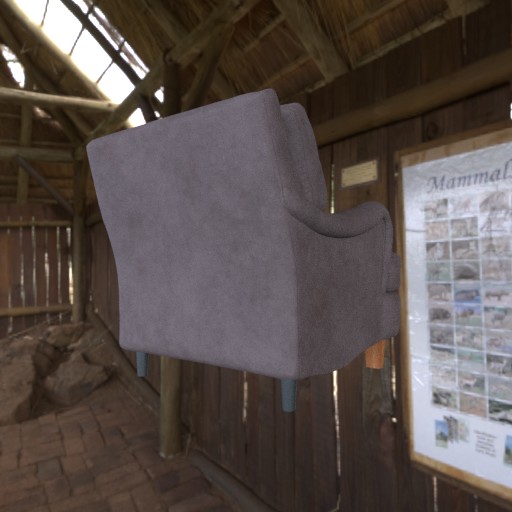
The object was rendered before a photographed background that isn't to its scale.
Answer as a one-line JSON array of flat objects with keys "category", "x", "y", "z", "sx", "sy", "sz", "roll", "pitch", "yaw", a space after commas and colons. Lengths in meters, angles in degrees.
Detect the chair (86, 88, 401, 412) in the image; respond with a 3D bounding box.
[{"category": "chair", "x": 0.000, "y": 0.000, "z": 1.880, "sx": 0.955, "sy": 0.997, "sz": 1.070, "roll": -1, "pitch": -2, "yaw": 37}]
